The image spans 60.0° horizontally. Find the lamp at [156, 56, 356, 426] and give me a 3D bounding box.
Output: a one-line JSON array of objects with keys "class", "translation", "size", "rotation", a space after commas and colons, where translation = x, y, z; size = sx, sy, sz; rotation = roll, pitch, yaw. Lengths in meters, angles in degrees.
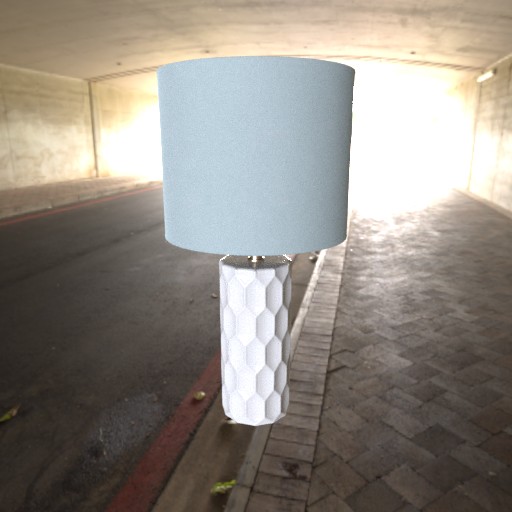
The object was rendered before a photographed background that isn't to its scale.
[{"class": "lamp", "translation": [0.000, 0.000, 0.697], "size": [0.277, 0.534, 0.277], "rotation": [-14, 20, -43]}]
